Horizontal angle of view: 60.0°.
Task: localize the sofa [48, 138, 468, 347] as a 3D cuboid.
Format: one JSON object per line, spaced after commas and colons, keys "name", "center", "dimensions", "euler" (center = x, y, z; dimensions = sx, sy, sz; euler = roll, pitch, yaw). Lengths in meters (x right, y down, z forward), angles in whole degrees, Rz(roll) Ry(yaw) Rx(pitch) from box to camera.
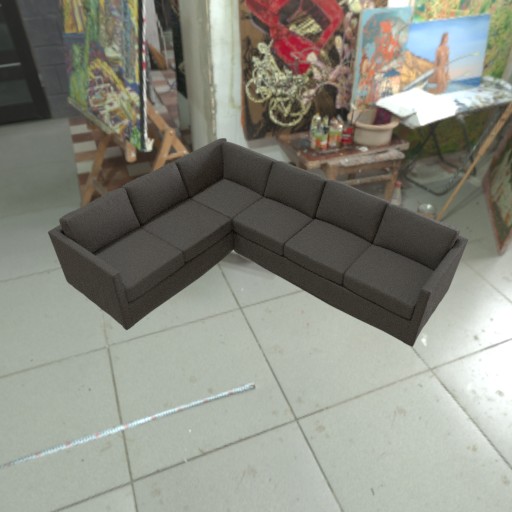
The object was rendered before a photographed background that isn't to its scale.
{"name": "sofa", "center": [0.000, 0.000, 4.338], "dimensions": [3.182, 0.871, 2.432], "euler": [28, 47, 29]}
